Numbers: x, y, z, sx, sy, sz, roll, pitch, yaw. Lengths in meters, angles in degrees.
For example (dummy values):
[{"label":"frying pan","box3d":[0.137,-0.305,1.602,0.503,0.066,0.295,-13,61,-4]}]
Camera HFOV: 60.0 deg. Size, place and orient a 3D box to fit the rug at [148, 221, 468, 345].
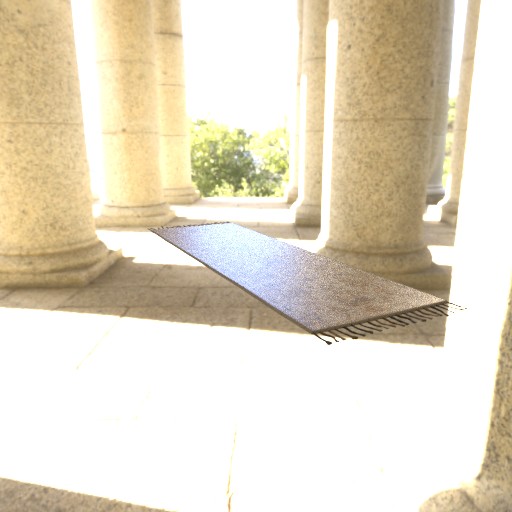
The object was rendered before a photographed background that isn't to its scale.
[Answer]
[{"label":"rug","box3d":[0.000,0.000,2.711,0.729,0.021,2.438,-7,16,-27]}]
